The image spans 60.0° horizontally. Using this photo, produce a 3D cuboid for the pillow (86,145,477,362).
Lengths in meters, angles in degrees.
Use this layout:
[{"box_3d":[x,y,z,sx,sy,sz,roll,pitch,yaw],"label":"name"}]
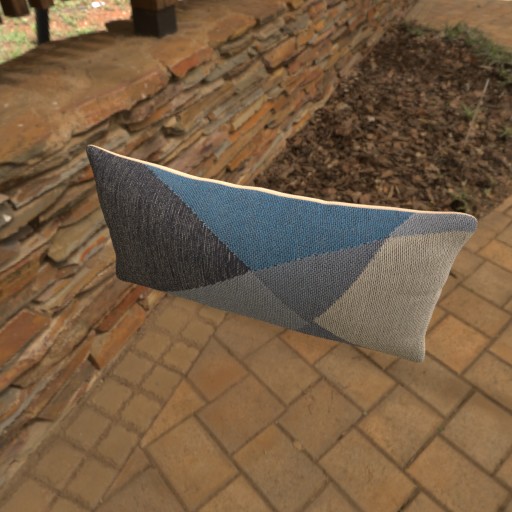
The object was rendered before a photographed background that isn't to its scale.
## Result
[{"box_3d":[0.000,0.000,0.735,0.604,0.307,0.148,13,43,15],"label":"pillow"}]
